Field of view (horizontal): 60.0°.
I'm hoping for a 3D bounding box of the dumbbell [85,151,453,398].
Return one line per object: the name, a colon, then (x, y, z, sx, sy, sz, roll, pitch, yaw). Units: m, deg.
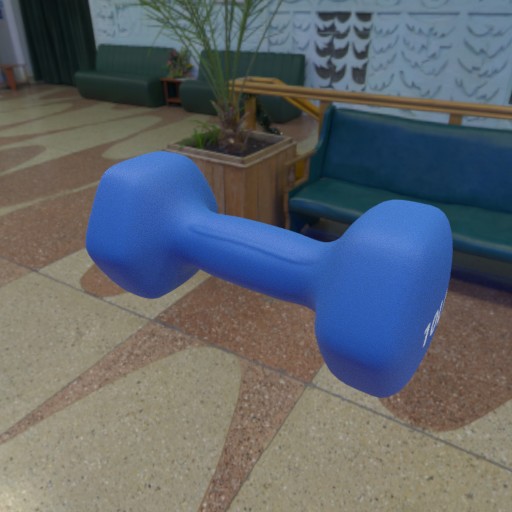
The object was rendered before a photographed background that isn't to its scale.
dumbbell: (0.000, 0.000, 0.266, 0.212, 0.093, 0.103, 18, 34, 29)
